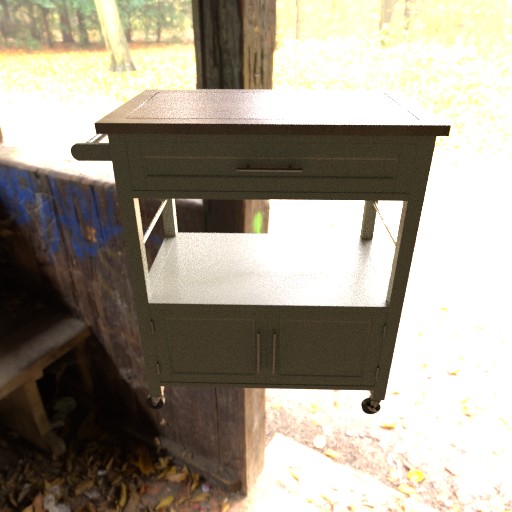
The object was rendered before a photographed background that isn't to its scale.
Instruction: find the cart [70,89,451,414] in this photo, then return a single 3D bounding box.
[{"bbox_3d":[0.000,0.000,1.364,0.840,0.901,0.459,1,29,1],"label":"cart"}]
